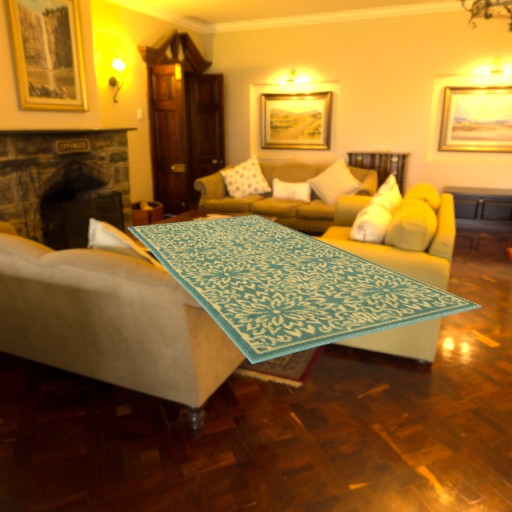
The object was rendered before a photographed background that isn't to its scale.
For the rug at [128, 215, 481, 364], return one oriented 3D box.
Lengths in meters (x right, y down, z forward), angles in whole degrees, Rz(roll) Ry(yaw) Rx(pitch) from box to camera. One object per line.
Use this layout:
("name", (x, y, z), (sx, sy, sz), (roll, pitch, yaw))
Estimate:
("rug", (0.000, 0.000, 1.454), (0.604, 0.007, 1.219), (-8, 18, -25))
